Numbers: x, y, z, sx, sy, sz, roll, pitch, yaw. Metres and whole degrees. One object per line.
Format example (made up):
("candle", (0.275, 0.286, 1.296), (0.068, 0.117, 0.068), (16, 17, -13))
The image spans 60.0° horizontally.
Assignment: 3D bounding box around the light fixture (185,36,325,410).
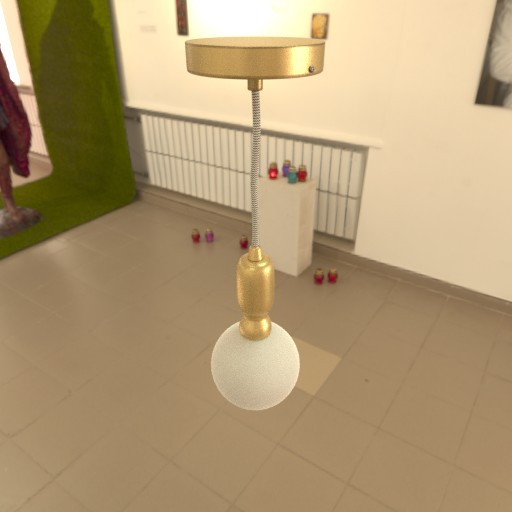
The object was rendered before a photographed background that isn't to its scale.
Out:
("light fixture", (0.000, 0.000, 0.582), (0.147, 0.510, 0.146), (19, 34, 29))
